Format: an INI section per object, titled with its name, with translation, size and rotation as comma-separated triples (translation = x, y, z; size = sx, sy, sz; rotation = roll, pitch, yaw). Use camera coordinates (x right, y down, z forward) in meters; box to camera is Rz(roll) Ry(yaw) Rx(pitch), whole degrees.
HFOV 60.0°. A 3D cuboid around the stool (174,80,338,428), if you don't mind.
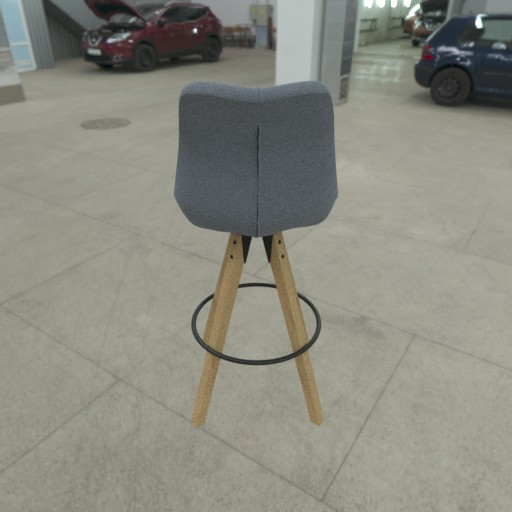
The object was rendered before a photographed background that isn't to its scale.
[stool]
translation = 0.000, 0.000, 1.408
size = 0.485, 1.115, 0.550
rotation = -1, 30, -1
